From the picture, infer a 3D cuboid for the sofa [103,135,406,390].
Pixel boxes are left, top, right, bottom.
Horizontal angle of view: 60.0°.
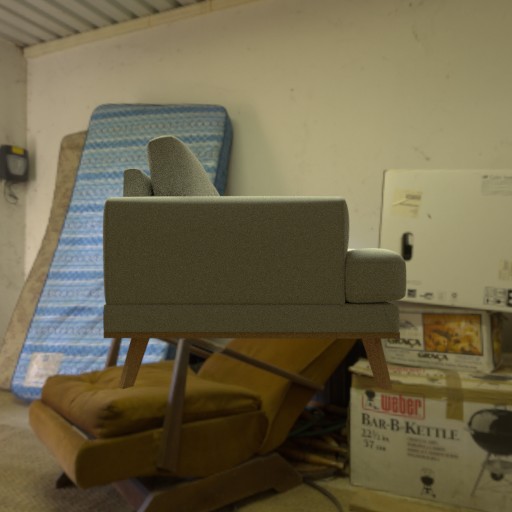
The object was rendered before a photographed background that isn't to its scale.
[{"bbox_3d":[0.000,0.000,2.105,0.915,0.810,1.651,0,-1,1],"label":"sofa"}]
